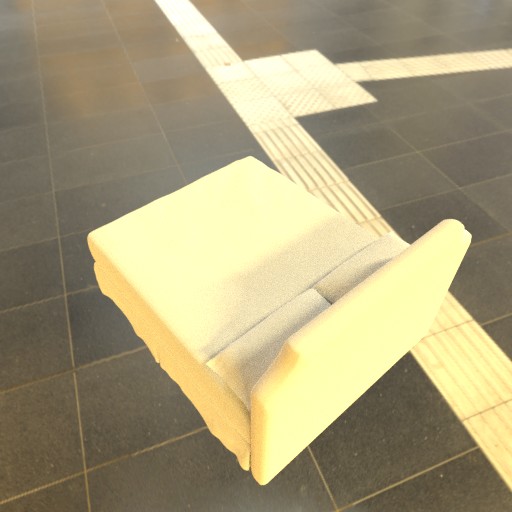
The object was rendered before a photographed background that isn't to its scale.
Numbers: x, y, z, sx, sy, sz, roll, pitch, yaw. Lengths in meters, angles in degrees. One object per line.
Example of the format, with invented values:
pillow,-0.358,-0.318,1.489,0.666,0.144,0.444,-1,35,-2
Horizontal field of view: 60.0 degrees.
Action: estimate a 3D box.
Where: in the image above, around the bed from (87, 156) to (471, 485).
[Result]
bed,0.000,0.000,3.826,2.134,1.524,2.548,-32,54,-27
